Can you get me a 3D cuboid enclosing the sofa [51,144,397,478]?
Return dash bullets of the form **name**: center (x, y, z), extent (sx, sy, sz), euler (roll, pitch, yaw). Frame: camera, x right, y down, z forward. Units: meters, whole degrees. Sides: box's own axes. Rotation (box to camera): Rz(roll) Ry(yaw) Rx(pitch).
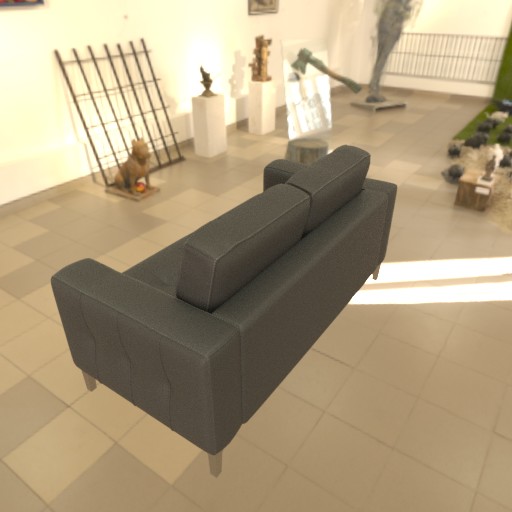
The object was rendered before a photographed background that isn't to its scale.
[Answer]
- **sofa**: center (0.000, 0.000, 2.220), extent (0.833, 0.893, 1.726), euler (20, 36, 29)
